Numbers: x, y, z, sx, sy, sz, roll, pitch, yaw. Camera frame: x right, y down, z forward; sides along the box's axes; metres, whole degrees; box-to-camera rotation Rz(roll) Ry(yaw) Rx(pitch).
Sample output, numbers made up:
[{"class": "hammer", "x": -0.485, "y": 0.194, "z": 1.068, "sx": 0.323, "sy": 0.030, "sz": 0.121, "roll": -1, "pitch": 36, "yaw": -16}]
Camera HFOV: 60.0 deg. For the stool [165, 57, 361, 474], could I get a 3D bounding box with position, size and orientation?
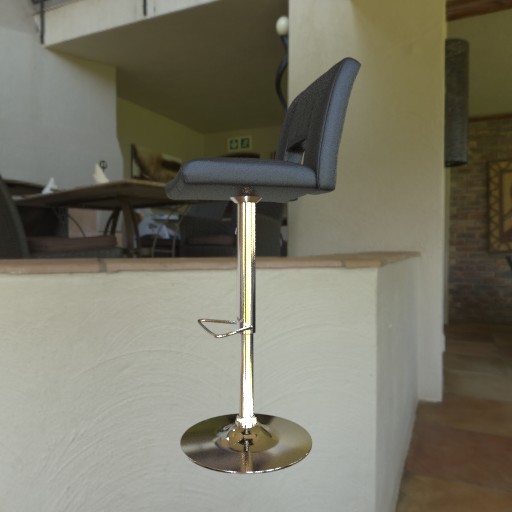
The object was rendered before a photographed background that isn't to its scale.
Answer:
[{"class": "stool", "x": 0.000, "y": 0.000, "z": 1.381, "sx": 0.520, "sy": 1.151, "sz": 0.415, "roll": 0, "pitch": 1, "yaw": -17}]
